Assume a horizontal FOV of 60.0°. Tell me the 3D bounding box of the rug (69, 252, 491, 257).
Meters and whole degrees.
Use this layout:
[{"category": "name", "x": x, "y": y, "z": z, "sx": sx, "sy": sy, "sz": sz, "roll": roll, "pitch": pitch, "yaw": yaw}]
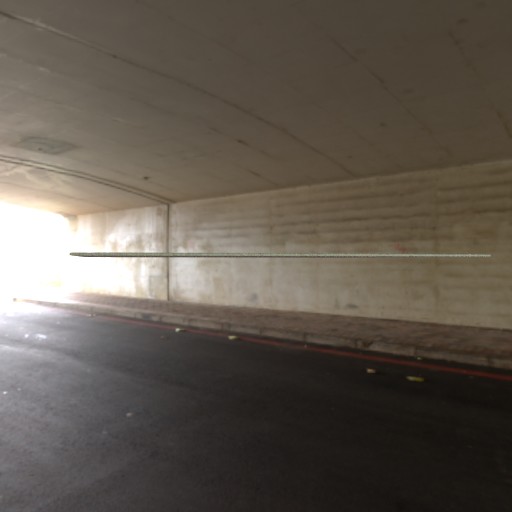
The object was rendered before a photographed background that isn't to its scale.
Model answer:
[{"category": "rug", "x": 0.000, "y": 0.000, "z": 4.100, "sx": 3.039, "sy": 0.019, "sz": 2.420, "roll": 0, "pitch": 0, "yaw": -19}]
